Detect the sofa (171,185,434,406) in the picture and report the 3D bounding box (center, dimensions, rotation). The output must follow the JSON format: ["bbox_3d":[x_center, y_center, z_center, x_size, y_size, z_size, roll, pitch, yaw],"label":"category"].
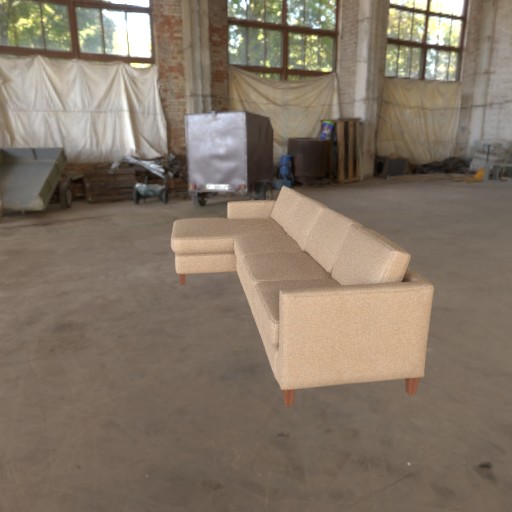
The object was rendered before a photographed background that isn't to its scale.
[{"bbox_3d":[0.000,0.000,3.836,1.502,0.876,3.201,-2,16,-8],"label":"sofa"}]
